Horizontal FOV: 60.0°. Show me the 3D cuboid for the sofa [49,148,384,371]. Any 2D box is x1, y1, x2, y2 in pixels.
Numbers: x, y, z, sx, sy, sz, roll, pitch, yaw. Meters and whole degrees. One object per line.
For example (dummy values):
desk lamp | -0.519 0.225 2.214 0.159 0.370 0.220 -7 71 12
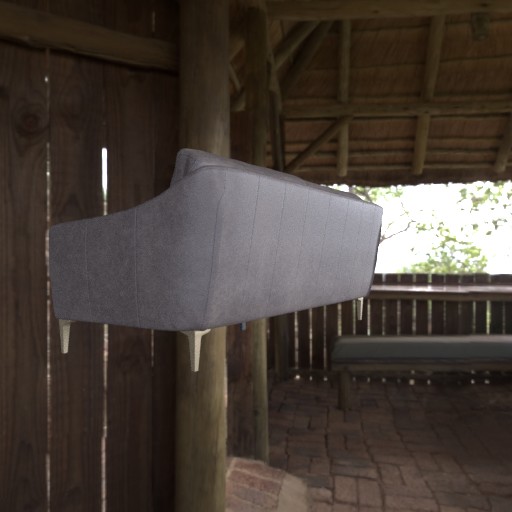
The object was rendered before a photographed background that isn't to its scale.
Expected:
sofa | 0.000 0.000 2.608 0.960 0.902 2.036 0 0 35
